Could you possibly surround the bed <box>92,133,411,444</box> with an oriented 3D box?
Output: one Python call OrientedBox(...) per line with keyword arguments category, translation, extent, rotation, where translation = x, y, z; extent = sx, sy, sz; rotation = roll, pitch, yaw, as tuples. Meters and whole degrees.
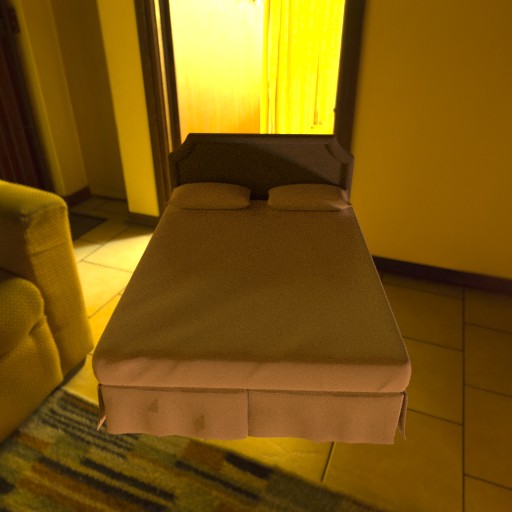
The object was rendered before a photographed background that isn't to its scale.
OrientedBox(category="bed", translation=(0.000, 0.000, 3.527), extent=(1.977, 1.306, 2.464), rotation=(1, 30, 2))
